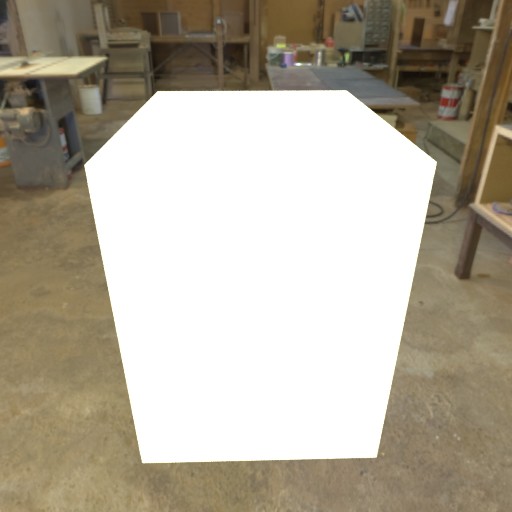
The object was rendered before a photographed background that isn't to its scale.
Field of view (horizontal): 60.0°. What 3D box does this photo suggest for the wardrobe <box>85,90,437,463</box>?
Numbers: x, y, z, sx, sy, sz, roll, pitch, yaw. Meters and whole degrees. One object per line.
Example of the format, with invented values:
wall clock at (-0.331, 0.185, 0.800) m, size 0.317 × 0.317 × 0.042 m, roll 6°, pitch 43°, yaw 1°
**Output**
wardrobe at (0.000, 0.000, 0.847) m, size 0.400 × 0.520 × 0.500 m, roll -1°, pitch 29°, yaw -1°
